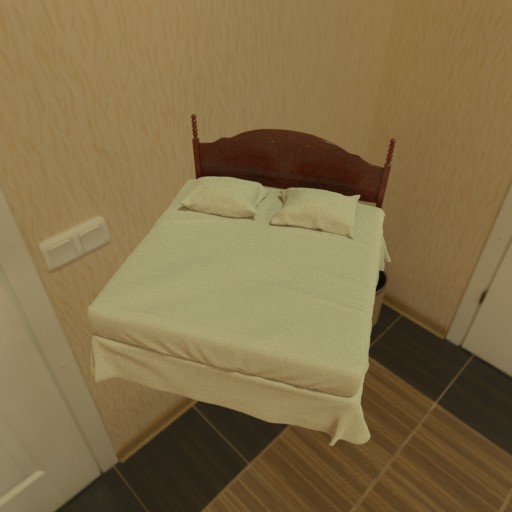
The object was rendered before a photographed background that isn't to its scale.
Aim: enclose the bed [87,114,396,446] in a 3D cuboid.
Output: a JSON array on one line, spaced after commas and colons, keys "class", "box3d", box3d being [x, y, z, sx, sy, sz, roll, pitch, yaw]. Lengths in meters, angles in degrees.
[{"class": "bed", "box3d": [0.000, 0.000, 3.683, 2.322, 1.355, 2.219, 11, 42, 12]}]
